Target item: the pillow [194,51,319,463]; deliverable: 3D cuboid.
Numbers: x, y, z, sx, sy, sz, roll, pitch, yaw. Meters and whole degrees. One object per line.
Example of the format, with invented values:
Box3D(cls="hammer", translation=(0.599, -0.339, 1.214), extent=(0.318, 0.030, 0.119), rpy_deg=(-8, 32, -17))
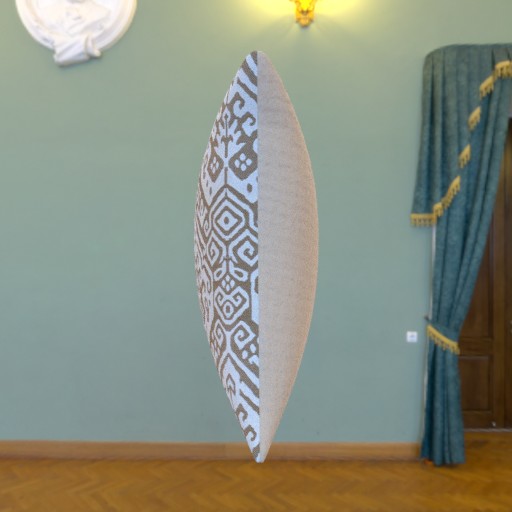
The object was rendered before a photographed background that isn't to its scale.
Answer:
Box3D(cls="pillow", translation=(0.000, 0.000, 0.643), extent=(0.173, 0.407, 0.419), rpy_deg=(0, 0, -1))
